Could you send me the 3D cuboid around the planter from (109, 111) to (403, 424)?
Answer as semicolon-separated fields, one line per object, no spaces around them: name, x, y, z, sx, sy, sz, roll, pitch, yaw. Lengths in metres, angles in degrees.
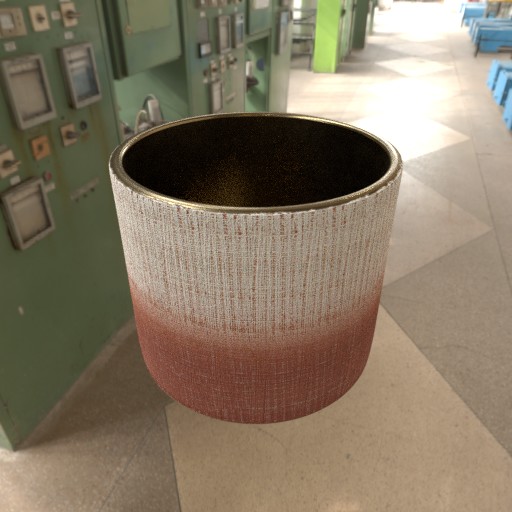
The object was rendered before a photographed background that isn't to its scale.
planter;0.000;0.000;0.314;0.178;0.157;0.178;0;33;0
